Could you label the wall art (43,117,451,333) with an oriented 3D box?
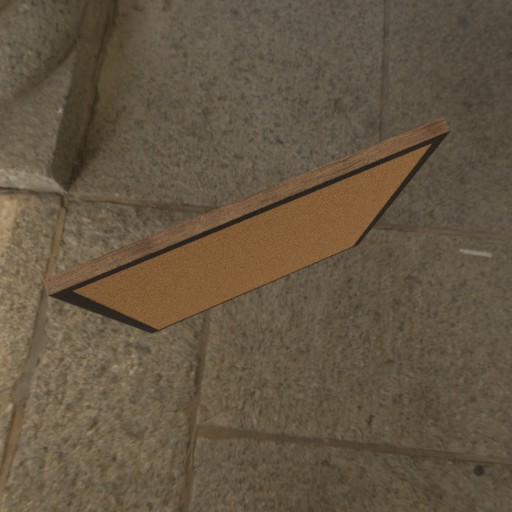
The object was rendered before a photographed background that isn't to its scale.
[{"bbox_3d":[0.000,0.000,1.039,0.695,0.691,0.029,-23,77,-6],"label":"wall art"}]
